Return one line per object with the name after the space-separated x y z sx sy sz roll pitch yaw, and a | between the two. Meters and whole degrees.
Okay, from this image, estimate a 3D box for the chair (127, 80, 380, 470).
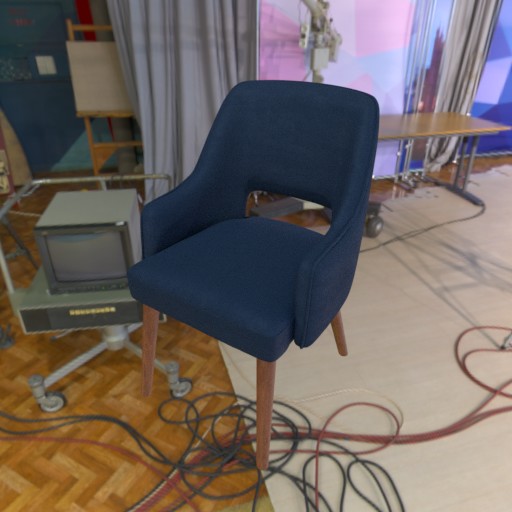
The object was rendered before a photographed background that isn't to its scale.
0.000 0.000 1.236 0.559 0.844 0.591 19 35 29 | chair
